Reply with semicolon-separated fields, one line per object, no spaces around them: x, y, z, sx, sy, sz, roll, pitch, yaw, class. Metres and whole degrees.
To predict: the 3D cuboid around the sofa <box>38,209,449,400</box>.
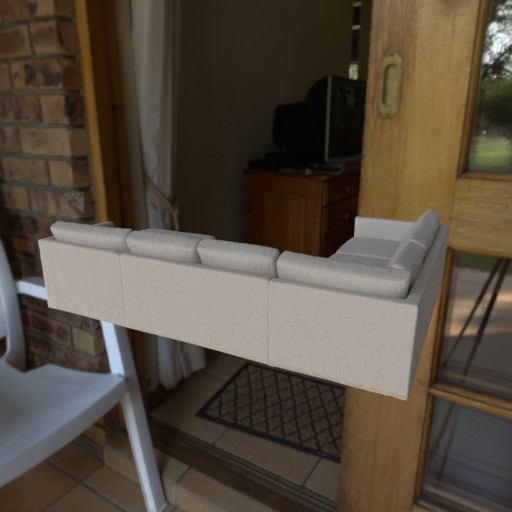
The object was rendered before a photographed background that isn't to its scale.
0.000;0.000;4.561;3.460;0.882;2.427;9;19;25;sofa
